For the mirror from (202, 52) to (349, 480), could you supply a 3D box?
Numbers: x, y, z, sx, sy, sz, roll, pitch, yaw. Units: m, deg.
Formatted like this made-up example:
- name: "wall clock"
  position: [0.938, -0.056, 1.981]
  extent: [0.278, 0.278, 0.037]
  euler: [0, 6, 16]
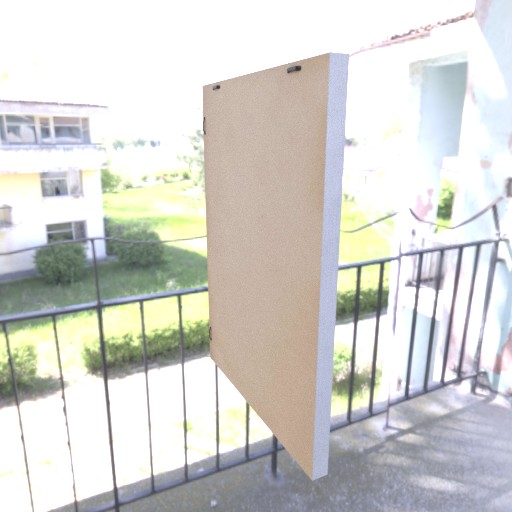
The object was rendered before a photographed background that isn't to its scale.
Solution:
- name: "mirror"
  position: [0.000, 0.000, 0.926]
  extent: [0.039, 0.710, 0.507]
  euler: [-8, 17, -26]
